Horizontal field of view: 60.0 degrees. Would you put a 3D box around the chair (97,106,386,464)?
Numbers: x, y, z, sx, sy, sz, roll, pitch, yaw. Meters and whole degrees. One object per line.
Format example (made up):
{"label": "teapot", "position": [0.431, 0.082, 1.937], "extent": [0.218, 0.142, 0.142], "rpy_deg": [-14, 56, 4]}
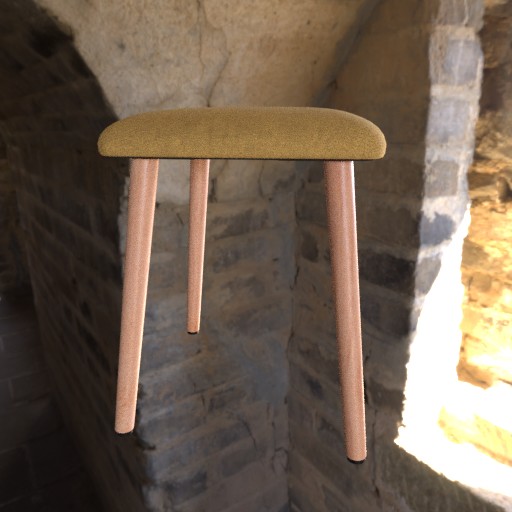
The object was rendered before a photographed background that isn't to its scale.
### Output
{"label": "chair", "position": [0.000, 0.000, 0.694], "extent": [0.350, 0.440, 0.350], "rpy_deg": [3, 16, 9]}
